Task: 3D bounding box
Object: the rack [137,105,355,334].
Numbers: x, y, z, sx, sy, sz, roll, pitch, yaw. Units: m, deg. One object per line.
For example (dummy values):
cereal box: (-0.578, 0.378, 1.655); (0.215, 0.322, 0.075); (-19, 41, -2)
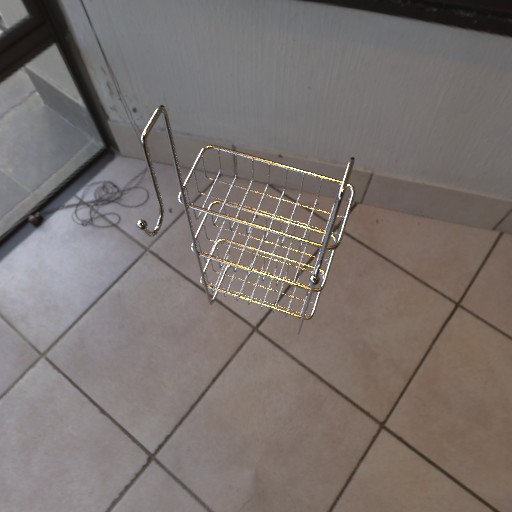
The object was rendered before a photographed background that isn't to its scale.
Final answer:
rack: (0.000, 0.000, 0.680); (0.228, 0.574, 0.202); (18, 66, 8)
